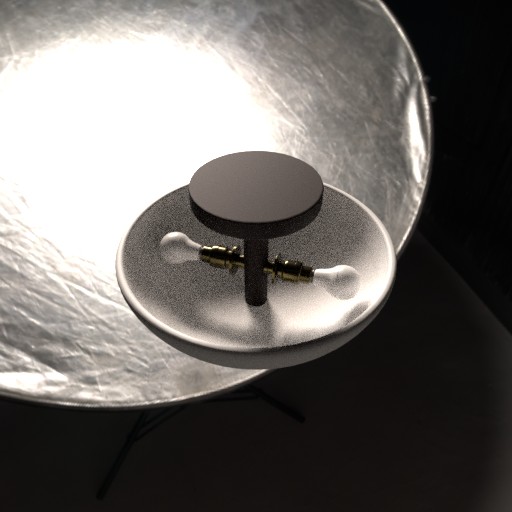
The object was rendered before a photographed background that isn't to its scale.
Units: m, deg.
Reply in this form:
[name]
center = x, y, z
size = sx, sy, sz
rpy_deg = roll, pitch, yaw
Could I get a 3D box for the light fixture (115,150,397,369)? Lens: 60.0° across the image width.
[light fixture]
center = 0.000, 0.000, 0.548
size = 0.331, 0.212, 0.331
rpy_deg = 0, 41, 0
